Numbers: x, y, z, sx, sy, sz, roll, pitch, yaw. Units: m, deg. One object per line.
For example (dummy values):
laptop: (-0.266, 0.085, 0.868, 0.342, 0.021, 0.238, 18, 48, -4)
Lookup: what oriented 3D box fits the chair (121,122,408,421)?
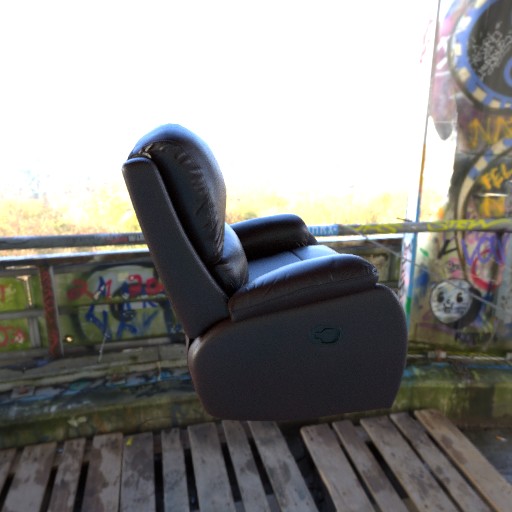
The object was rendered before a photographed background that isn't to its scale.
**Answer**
chair: (0.000, 0.000, 1.758, 0.899, 1.011, 0.930, -3, 17, -11)
